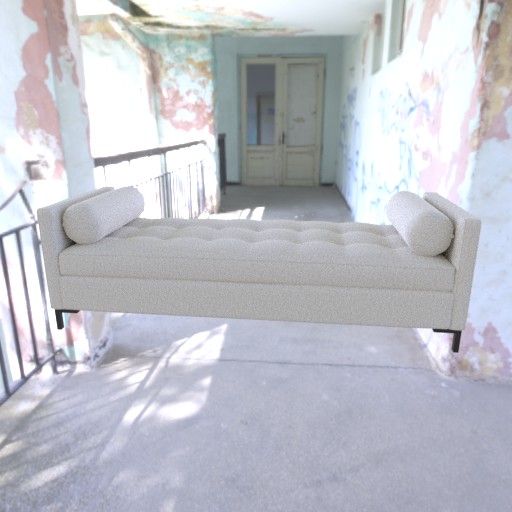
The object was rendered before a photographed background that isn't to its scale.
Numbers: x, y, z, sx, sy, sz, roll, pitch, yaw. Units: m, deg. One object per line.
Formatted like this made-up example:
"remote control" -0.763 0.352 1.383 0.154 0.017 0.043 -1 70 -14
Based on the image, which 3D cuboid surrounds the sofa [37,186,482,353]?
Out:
"sofa" 0.000 0.000 2.367 1.985 0.641 0.746 2 18 6
